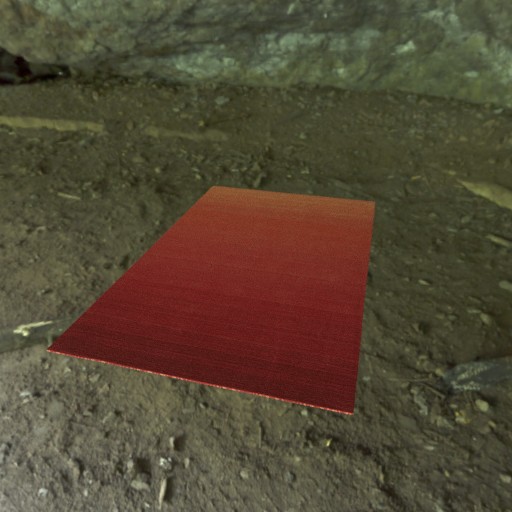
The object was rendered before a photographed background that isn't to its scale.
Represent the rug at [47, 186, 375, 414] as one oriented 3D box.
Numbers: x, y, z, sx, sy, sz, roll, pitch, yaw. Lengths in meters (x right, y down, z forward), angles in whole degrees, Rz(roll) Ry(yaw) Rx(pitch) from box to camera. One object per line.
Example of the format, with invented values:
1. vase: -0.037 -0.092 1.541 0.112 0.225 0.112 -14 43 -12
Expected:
1. rug: 0.000 0.000 3.086 1.531 0.010 2.442 8 30 13
